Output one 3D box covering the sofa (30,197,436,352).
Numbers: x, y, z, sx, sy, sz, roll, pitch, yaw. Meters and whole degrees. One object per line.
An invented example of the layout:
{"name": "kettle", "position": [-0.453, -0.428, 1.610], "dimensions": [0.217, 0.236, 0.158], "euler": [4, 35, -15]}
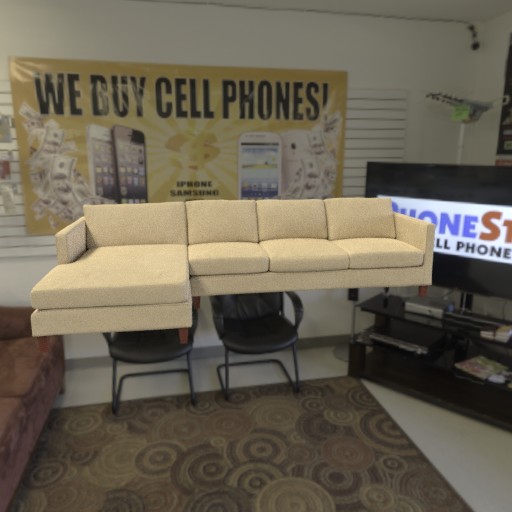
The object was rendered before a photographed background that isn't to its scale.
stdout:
{"name": "sofa", "position": [0.000, 0.000, 3.809], "dimensions": [3.186, 0.846, 1.625], "euler": [-2, 13, -9]}
